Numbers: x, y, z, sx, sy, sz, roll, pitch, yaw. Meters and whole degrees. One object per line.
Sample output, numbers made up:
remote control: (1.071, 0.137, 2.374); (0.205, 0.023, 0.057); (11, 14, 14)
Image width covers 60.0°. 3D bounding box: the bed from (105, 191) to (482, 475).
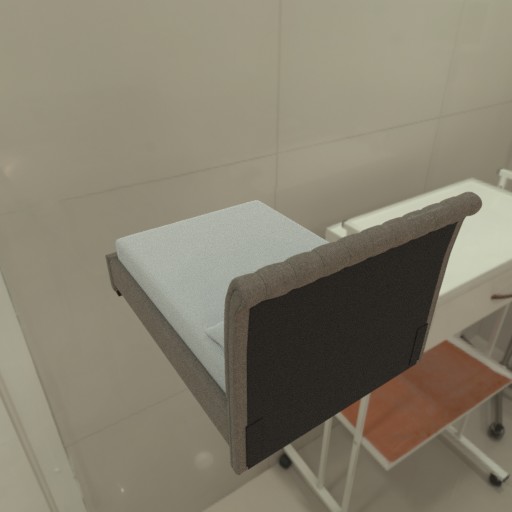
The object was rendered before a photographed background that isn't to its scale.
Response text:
bed: (0.000, 0.000, 3.284); (1.645, 1.371, 2.252); (-19, 36, -29)
